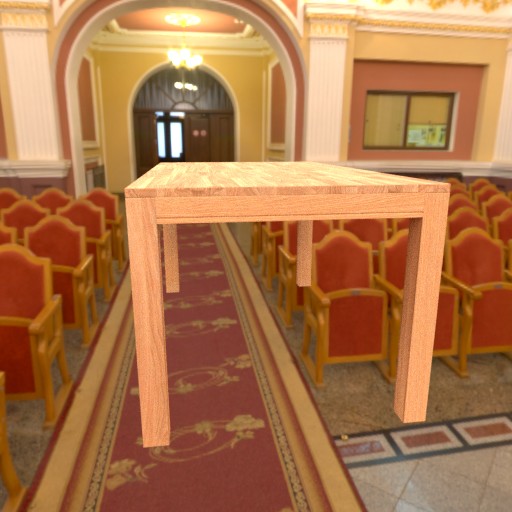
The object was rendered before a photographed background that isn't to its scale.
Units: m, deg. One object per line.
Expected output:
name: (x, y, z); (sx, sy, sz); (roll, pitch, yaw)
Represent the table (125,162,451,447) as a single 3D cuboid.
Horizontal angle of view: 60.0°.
table: (0.000, 0.000, 2.011); (0.900, 0.770, 1.500); (-2, 15, -8)
